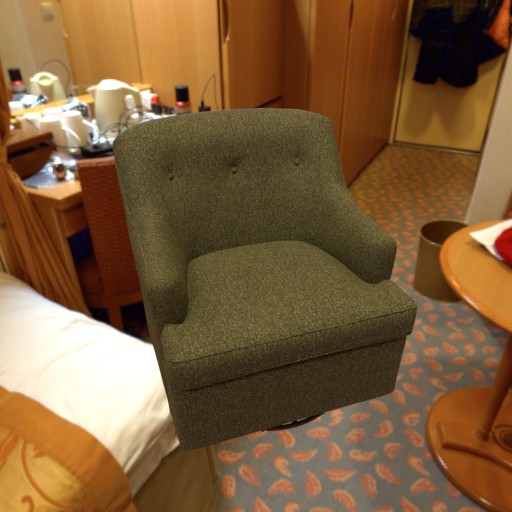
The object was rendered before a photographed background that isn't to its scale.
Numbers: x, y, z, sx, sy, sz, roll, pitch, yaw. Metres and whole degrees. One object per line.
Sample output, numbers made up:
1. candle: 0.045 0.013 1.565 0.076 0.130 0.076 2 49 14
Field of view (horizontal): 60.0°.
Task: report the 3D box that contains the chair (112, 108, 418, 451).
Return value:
1. chair: 0.000 0.000 1.613 0.864 0.856 0.923 -10 32 -16
